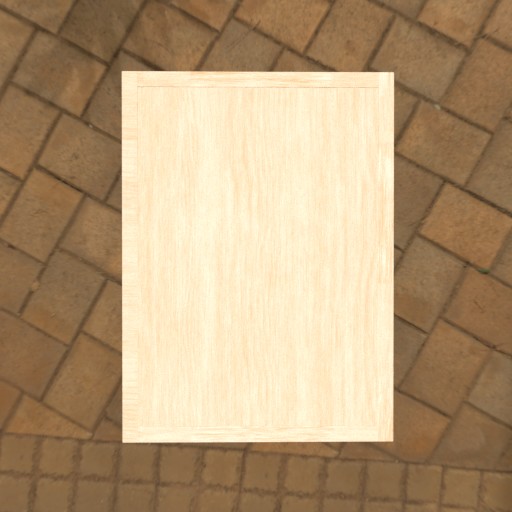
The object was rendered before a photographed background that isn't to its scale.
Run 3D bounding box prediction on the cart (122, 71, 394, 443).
[{"bbox_3d":[0.000,0.000,1.368,0.559,0.914,0.762,0,90,-1],"label":"cart"}]
